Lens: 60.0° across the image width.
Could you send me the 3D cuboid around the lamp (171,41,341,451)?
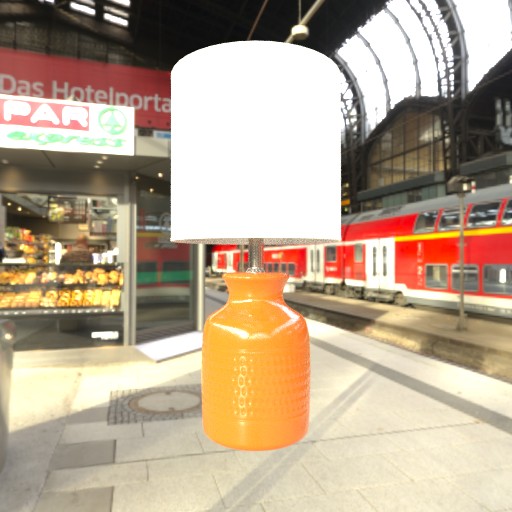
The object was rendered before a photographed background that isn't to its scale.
[{"bbox_3d":[0.000,0.000,1.106,0.418,0.871,0.418,0,0,-17],"label":"lamp"}]
